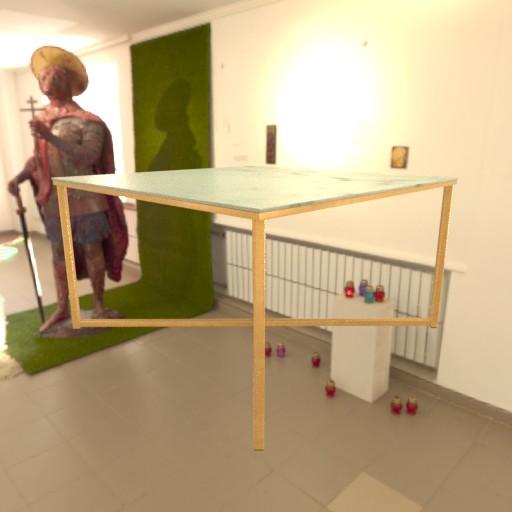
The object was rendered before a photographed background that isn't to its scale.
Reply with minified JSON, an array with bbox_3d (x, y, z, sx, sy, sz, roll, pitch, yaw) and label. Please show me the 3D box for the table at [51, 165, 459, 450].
[{"bbox_3d":[0.000,0.000,1.287,0.800,0.450,0.800,14,20,43],"label":"table"}]
